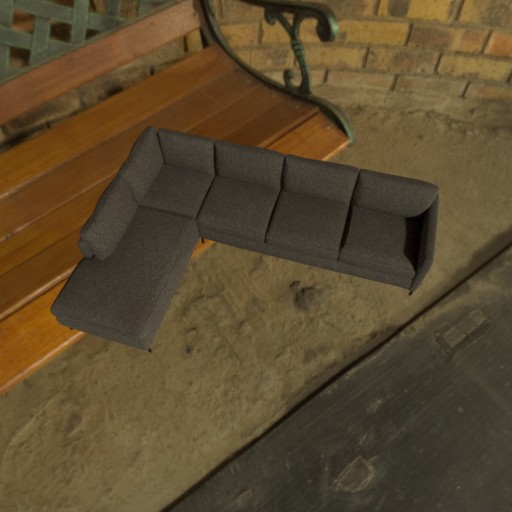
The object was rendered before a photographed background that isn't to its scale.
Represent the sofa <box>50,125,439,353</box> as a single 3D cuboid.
[{"bbox_3d":[0.000,0.000,3.885,2.949,0.815,2.007,14,58,9],"label":"sofa"}]
